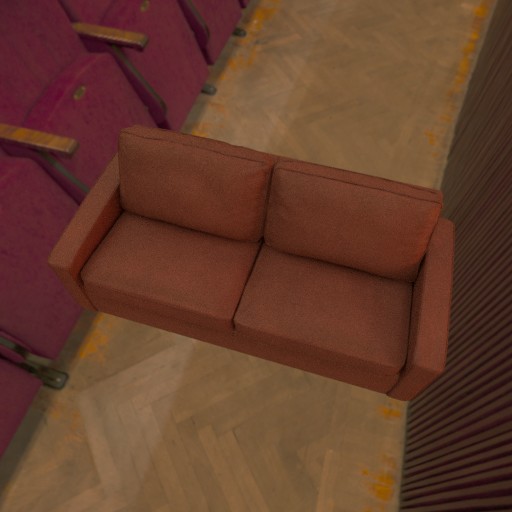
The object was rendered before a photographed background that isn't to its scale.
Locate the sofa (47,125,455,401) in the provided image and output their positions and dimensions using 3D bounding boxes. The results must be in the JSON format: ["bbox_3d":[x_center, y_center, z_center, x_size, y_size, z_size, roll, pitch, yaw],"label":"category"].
[{"bbox_3d":[0.000,0.000,2.509,2.080,0.919,0.940,14,59,9],"label":"sofa"}]
